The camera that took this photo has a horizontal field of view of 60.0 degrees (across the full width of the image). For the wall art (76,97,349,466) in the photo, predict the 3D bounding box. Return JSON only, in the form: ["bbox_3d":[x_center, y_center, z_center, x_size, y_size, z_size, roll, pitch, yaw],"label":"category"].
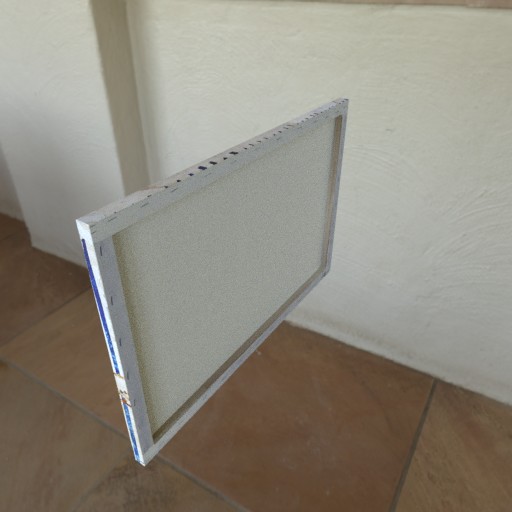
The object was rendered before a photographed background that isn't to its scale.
[{"bbox_3d":[0.000,0.000,1.421,0.038,0.757,1.143,20,38,28],"label":"wall art"}]
